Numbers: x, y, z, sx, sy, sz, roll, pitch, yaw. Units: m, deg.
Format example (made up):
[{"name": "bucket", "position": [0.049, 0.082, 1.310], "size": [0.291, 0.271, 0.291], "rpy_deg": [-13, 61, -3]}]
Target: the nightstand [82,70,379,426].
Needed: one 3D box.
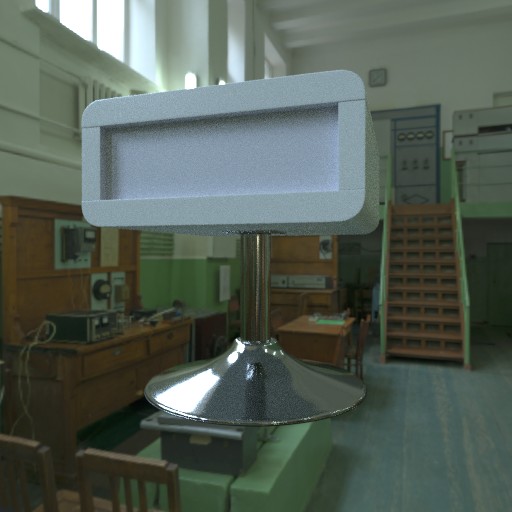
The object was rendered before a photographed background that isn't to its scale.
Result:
[{"name": "nightstand", "position": [0.000, 0.000, 0.771], "size": [0.399, 0.447, 0.404], "rpy_deg": [0, 1, 18]}]
